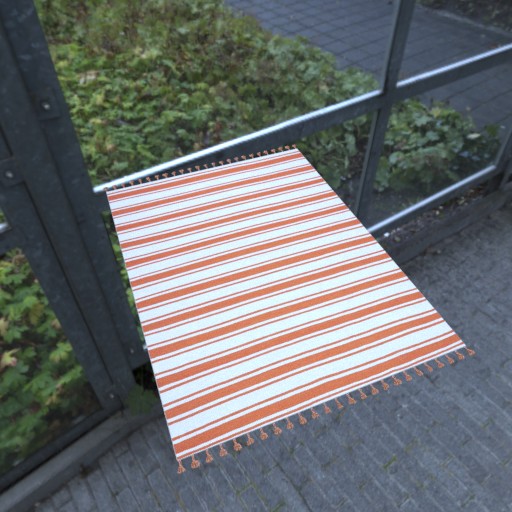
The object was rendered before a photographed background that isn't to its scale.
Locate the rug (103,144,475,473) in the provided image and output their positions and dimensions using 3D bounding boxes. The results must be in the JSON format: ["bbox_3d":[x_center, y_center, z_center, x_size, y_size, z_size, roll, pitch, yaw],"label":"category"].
[{"bbox_3d":[0.000,0.000,4.329,2.451,0.035,3.369,-16,48,-15],"label":"rug"}]
